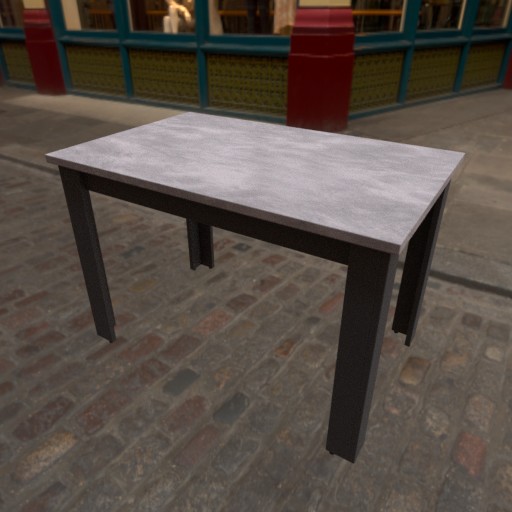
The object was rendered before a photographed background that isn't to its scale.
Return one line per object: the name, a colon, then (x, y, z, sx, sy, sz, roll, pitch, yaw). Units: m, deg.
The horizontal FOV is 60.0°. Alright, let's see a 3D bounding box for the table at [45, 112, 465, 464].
table: (0.000, 0.000, 1.558, 1.100, 0.734, 0.700, 17, 34, 27)
